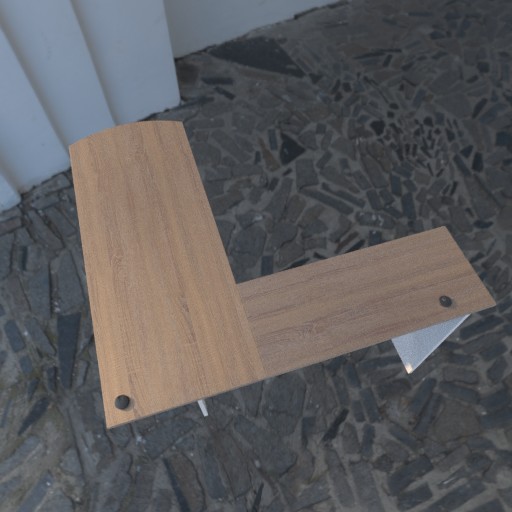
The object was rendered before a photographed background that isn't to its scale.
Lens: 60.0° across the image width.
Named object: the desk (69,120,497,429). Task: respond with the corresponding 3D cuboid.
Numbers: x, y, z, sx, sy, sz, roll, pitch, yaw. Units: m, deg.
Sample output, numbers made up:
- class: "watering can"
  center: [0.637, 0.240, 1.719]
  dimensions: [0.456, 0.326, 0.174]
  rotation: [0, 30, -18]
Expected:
- class: "desk"
  center: [0.000, 0.000, 2.075]
  dimensions: [1.361, 0.716, 1.303]
  rotation: [-15, 60, -9]
